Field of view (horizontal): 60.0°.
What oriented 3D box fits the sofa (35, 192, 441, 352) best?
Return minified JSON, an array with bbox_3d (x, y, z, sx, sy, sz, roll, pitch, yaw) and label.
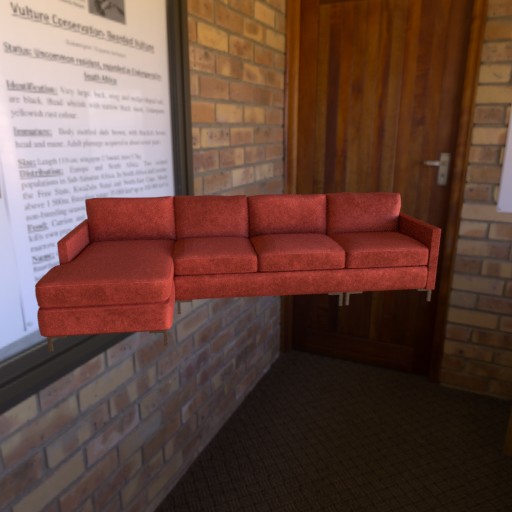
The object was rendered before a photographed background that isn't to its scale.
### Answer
[{"bbox_3d":[0.000,0.000,4.057,3.400,0.967,1.500,-2,16,-7],"label":"sofa"}]
